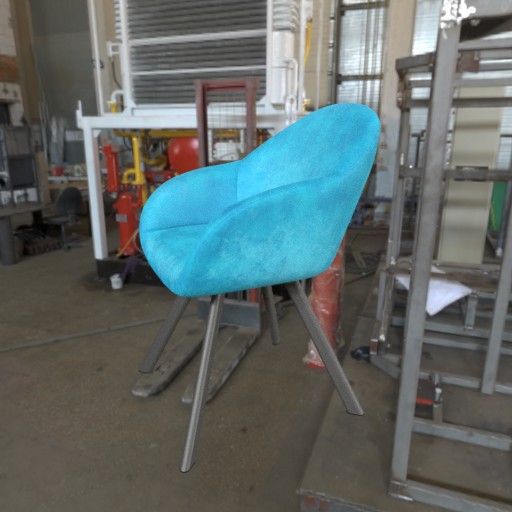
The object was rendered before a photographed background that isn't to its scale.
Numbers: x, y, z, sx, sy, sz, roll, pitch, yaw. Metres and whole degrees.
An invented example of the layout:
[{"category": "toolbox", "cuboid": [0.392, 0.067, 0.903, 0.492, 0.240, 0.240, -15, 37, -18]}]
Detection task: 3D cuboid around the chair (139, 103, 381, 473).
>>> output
[{"category": "chair", "cuboid": [0.000, 0.000, 1.195, 0.590, 0.795, 0.550, -7, 17, -24]}]
